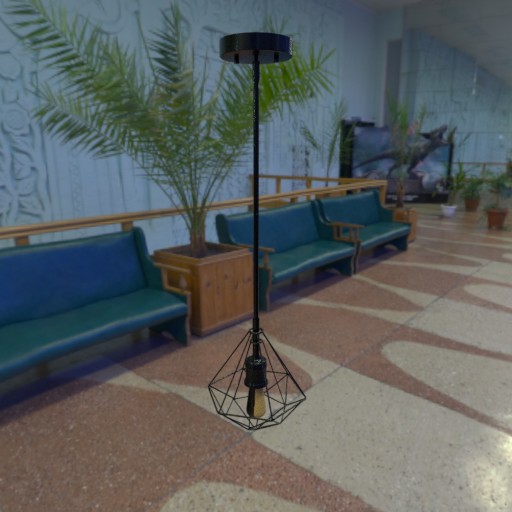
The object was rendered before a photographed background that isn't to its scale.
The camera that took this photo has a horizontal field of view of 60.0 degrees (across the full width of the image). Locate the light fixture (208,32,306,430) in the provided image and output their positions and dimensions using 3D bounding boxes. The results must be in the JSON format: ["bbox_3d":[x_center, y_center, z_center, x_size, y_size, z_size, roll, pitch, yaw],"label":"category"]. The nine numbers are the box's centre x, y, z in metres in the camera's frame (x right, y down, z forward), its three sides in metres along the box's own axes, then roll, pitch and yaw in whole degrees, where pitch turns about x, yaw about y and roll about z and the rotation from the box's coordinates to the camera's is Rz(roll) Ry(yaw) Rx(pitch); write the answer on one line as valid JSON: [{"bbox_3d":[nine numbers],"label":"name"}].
[{"bbox_3d":[0.000,0.000,1.979,0.431,1.764,0.487,13,19,42],"label":"light fixture"}]
